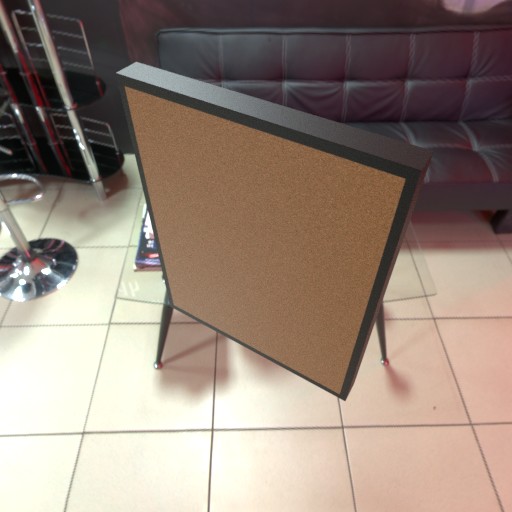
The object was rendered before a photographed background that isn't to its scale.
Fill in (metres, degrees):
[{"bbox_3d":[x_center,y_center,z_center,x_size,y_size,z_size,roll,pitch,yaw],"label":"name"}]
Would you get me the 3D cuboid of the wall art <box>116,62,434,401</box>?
[{"bbox_3d":[0.000,0.000,0.510,0.294,0.369,0.030,24,51,21],"label":"wall art"}]
